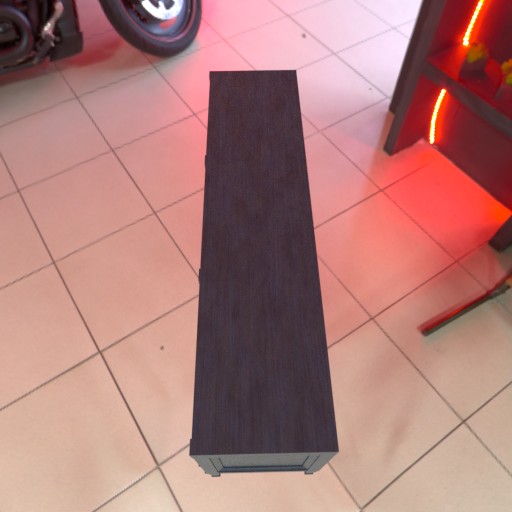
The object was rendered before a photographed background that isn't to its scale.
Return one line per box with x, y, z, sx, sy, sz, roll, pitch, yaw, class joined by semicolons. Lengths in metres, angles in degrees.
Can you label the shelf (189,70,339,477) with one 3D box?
0.000;0.000;2.165;0.471;0.715;1.878;-1;58;-1;shelf
